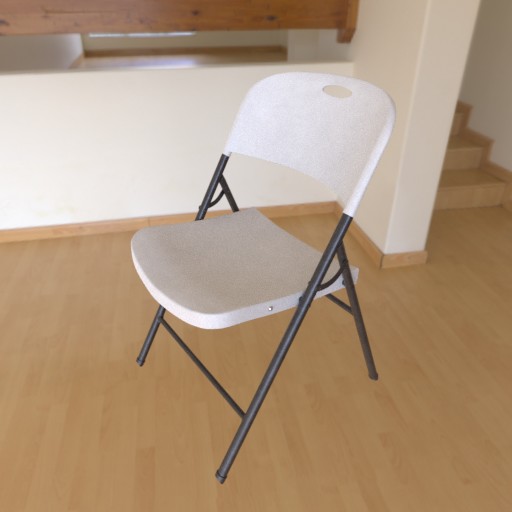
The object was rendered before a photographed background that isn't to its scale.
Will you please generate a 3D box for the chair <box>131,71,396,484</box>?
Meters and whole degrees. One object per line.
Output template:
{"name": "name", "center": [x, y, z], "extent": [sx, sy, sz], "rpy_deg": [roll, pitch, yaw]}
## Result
{"name": "chair", "center": [0.000, 0.000, 1.131], "extent": [0.566, 0.810, 0.494], "rpy_deg": [-21, 37, -30]}
